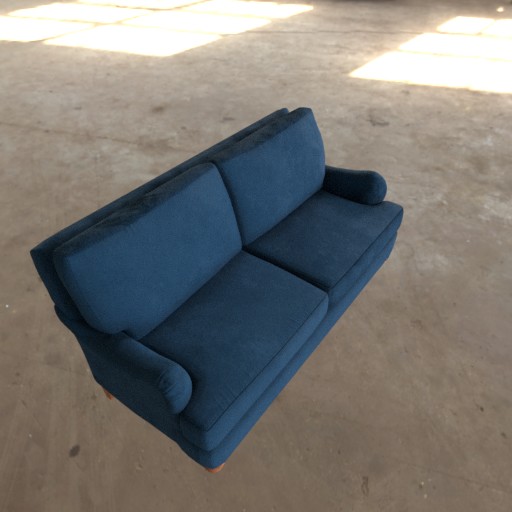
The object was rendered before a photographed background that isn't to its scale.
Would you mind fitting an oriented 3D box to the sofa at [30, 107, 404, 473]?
[{"bbox_3d":[0.000,0.000,2.683,1.084,1.101,2.141,26,47,27],"label":"sofa"}]
